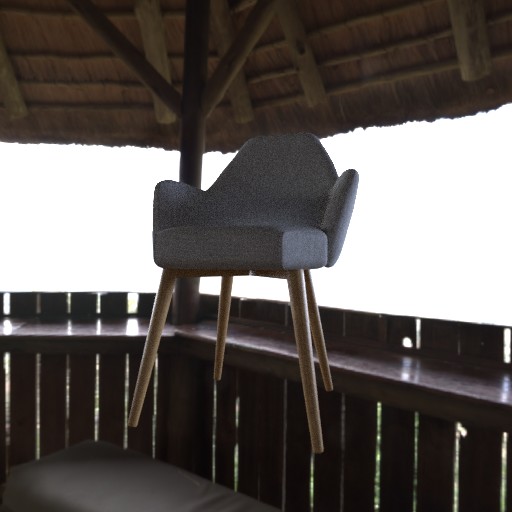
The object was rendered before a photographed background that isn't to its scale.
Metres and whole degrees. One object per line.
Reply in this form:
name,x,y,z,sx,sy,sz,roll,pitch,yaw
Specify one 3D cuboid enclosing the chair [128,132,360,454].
chair,0.000,0.000,1.271,0.590,0.840,0.610,0,0,18
